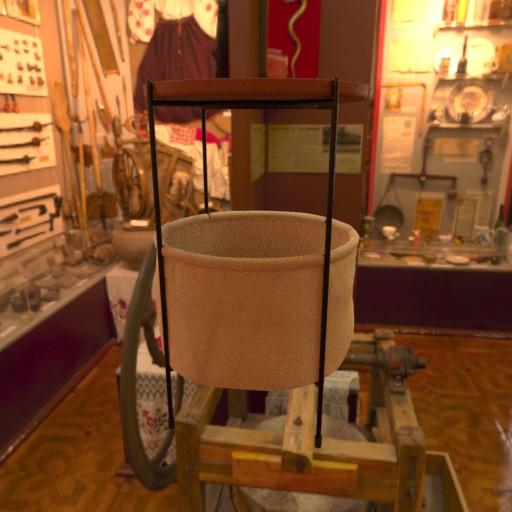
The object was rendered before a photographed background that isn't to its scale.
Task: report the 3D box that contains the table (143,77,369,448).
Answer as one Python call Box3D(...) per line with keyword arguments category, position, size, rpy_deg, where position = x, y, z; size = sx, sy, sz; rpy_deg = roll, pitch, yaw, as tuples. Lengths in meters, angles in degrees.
Box3D(category="table", position=(0.000, 0.000, 0.869), size=(0.393, 0.623, 0.393), rpy_deg=(3, 17, 10))
